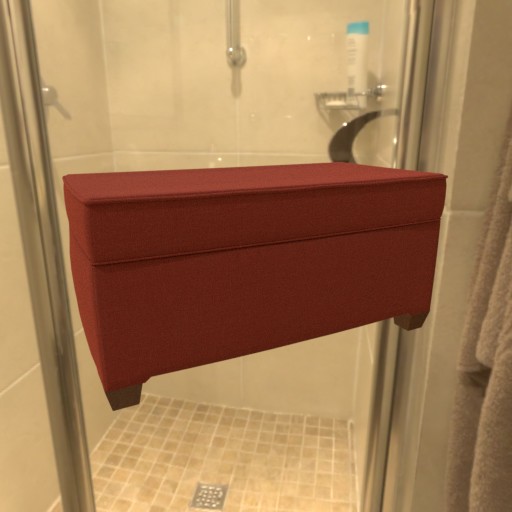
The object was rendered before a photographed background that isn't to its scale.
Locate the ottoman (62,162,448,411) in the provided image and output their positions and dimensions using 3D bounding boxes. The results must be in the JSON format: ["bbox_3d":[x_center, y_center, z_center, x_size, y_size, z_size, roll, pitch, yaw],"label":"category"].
[{"bbox_3d":[0.000,0.000,1.241,0.948,0.454,0.497,-8,18,-26],"label":"ottoman"}]
